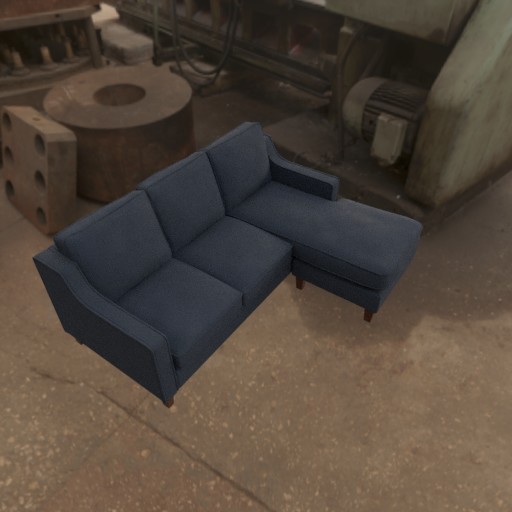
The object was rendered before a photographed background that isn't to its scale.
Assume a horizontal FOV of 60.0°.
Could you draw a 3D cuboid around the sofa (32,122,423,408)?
[{"bbox_3d":[0.000,0.000,3.338,1.858,1.066,2.317,25,46,26],"label":"sofa"}]
